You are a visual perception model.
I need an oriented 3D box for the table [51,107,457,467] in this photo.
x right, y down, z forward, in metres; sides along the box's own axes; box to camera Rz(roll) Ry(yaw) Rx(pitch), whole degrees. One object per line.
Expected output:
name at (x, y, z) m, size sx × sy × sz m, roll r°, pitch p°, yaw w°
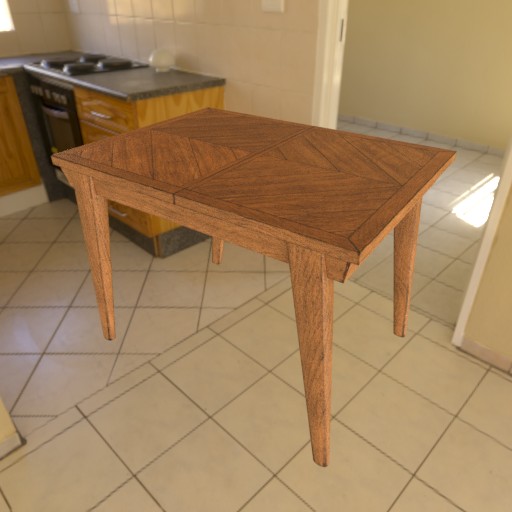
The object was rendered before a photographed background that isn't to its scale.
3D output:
table at (0.000, 0.000, 1.591) m, size 1.027 × 0.760 × 0.757 m, roll 20°, pitch 37°, yaw 29°
